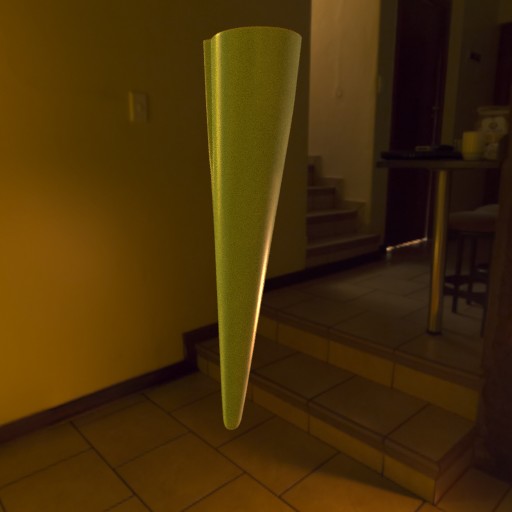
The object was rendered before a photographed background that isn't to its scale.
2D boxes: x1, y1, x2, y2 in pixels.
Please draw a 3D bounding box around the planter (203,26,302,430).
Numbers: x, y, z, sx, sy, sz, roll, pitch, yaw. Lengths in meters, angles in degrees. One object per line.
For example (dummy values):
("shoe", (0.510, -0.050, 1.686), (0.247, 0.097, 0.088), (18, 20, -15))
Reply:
("planter", (0.000, 0.000, 0.295), (0.055, 0.268, 0.054), (6, 13, 26))
